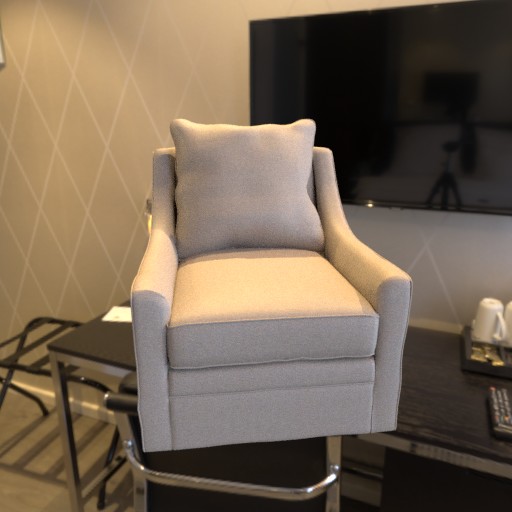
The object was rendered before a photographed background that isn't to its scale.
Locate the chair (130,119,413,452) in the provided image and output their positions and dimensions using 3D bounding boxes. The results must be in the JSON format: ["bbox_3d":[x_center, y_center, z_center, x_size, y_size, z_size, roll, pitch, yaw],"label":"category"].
[{"bbox_3d":[0.000,0.000,1.575,0.760,0.942,0.876,-2,16,-7],"label":"chair"}]
